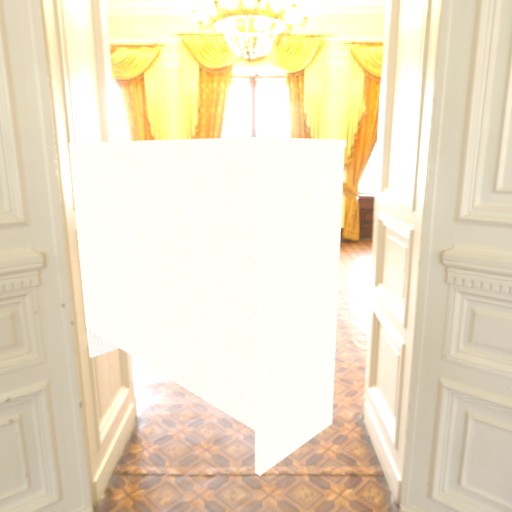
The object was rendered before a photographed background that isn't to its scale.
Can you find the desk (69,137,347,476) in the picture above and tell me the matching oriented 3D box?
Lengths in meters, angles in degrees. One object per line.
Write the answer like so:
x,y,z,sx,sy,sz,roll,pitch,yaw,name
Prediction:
0.000,0.000,1.652,0.940,0.818,0.926,13,18,43,desk
